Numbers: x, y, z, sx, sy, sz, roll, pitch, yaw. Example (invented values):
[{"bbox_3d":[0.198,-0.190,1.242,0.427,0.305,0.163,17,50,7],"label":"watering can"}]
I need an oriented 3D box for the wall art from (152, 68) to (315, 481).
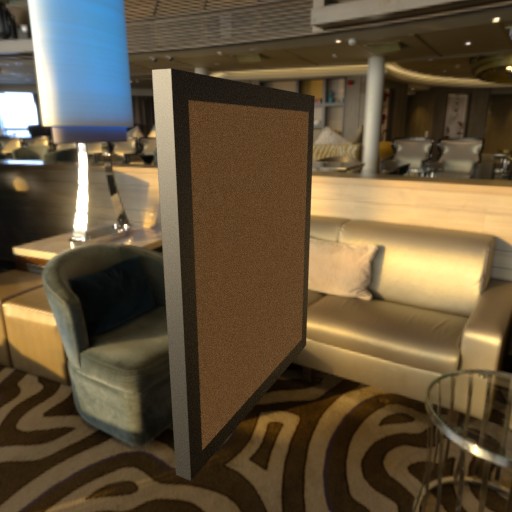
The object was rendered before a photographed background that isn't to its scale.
[{"bbox_3d":[0.000,0.000,0.710,0.025,0.508,0.432,8,18,26],"label":"wall art"}]
